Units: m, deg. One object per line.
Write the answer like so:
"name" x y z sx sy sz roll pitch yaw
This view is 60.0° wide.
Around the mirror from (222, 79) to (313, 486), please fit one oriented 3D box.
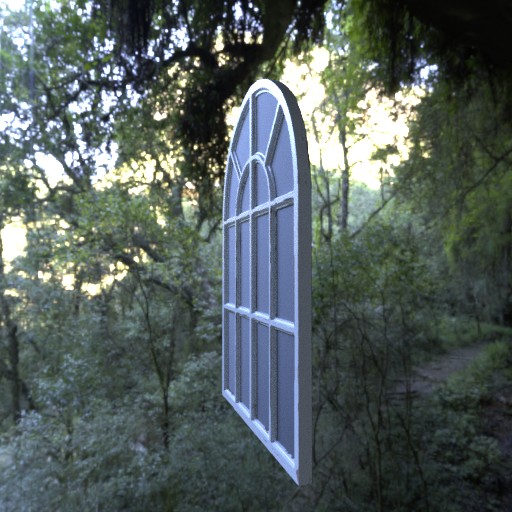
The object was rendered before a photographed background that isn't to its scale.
"mirror" 0.000 0.000 1.201 0.032 0.920 0.660 1 -2 -17
